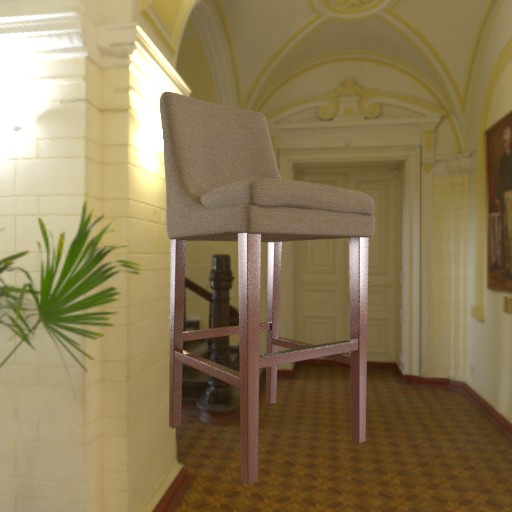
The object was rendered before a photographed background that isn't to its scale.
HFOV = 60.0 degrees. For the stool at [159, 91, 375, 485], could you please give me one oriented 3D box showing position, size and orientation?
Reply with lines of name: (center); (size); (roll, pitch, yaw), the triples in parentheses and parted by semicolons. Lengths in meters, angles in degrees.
stool: (0.000, 0.000, 1.371); (0.470, 1.078, 0.577); (0, 0, -36)
